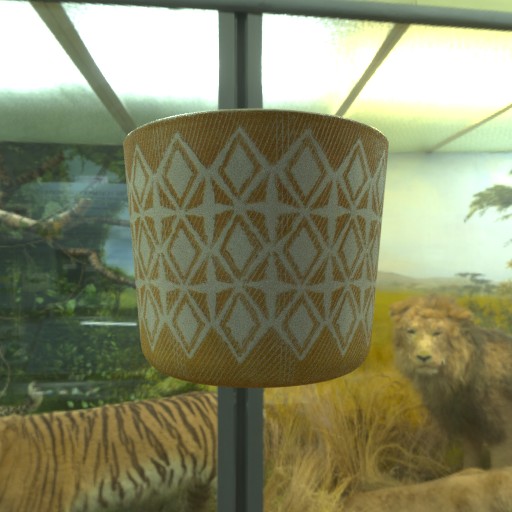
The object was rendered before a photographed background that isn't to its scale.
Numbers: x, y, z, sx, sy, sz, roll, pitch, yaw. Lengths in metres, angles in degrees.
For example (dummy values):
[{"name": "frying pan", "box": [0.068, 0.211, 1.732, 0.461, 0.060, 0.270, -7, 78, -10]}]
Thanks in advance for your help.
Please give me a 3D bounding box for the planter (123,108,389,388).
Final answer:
[{"name": "planter", "box": [0.000, 0.000, 0.220, 0.126, 0.104, 0.126, 0, 0, 0]}]
